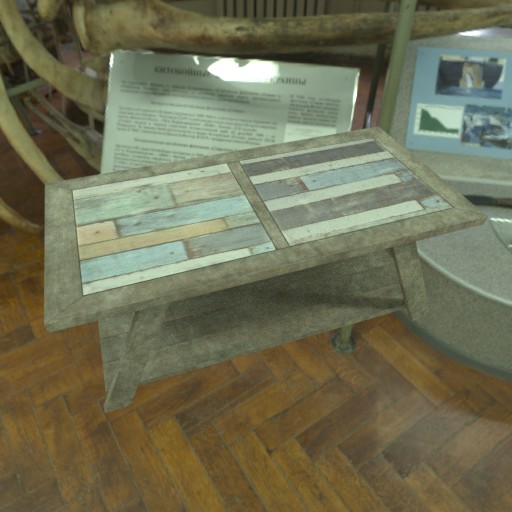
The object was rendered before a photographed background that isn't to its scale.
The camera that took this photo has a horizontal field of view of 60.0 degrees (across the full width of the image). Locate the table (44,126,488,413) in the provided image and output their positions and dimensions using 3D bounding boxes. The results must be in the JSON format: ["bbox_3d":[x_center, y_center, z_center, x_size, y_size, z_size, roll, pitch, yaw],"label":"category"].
[{"bbox_3d":[0.000,0.000,1.513,1.219,0.470,0.610,-13,44,-14],"label":"table"}]
